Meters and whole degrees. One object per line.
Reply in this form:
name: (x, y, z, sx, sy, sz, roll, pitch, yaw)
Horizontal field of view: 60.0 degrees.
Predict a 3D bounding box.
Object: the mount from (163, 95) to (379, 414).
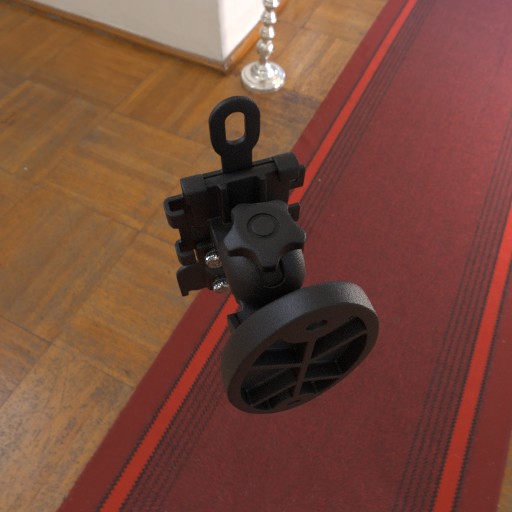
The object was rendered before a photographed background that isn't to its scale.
mount: (0.000, 0.000, 0.176, 0.066, 0.118, 0.100, -16, 60, -9)
